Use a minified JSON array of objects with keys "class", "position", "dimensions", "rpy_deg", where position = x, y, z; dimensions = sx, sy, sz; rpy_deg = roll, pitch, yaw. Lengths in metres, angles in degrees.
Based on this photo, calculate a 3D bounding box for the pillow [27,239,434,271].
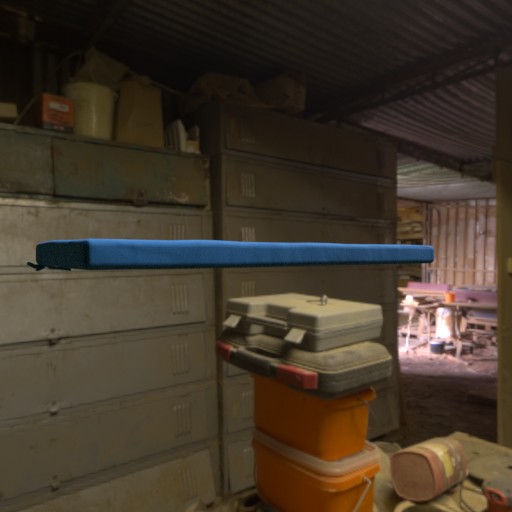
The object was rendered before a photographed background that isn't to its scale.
[{"class":"pillow","position":[0.000,0.000,1.337],"dimensions":[1.187,0.081,0.492],"rpy_deg":[0,0,-37]}]
